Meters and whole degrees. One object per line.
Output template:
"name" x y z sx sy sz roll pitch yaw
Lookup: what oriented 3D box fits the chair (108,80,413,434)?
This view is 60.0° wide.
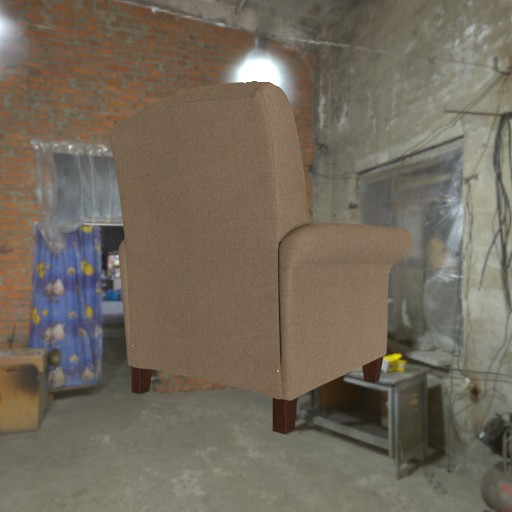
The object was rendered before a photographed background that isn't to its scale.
"chair" 0.000 0.000 1.782 0.978 1.061 0.905 -1 -1 37
